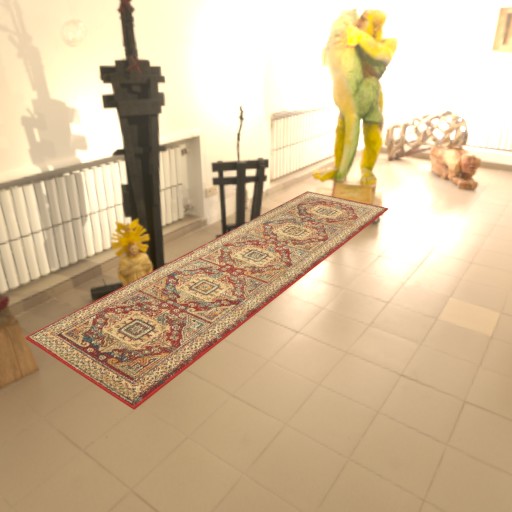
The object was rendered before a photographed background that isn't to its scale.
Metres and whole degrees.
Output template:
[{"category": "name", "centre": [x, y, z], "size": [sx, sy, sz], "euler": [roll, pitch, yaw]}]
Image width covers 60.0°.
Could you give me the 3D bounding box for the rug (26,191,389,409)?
[{"category": "rug", "centre": [0.000, 0.000, 2.455], "size": [0.659, 0.015, 2.292], "euler": [18, 32, 31]}]
